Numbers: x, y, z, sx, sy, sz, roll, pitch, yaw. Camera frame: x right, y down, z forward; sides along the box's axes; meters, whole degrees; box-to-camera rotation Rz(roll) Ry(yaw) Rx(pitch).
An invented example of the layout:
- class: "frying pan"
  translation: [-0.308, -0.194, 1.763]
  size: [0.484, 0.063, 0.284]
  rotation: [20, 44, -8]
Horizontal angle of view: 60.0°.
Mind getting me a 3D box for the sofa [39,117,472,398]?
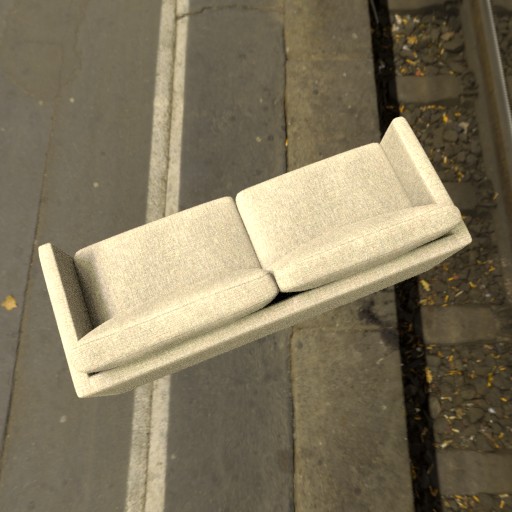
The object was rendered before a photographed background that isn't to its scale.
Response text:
- class: "sofa"
  translation: [0.000, 0.000, 2.861]
  size: [2.434, 0.951, 0.948]
  rotation: [-21, 75, -6]
